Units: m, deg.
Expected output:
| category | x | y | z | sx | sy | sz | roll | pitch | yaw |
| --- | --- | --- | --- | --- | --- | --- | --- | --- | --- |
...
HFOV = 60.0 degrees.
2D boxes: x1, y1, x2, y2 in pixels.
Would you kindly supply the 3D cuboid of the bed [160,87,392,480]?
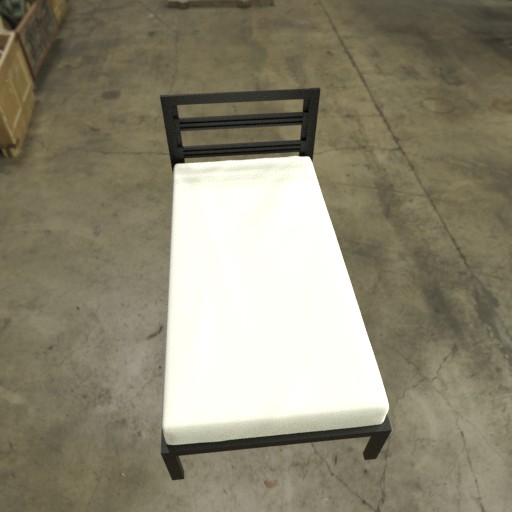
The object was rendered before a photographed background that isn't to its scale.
| category | x | y | z | sx | sy | sz | roll | pitch | yaw |
| --- | --- | --- | --- | --- | --- | --- | --- | --- | --- |
| bed | 0.000 | 0.000 | 2.447 | 0.991 | 0.967 | 1.930 | -4 | 47 | -4 |
